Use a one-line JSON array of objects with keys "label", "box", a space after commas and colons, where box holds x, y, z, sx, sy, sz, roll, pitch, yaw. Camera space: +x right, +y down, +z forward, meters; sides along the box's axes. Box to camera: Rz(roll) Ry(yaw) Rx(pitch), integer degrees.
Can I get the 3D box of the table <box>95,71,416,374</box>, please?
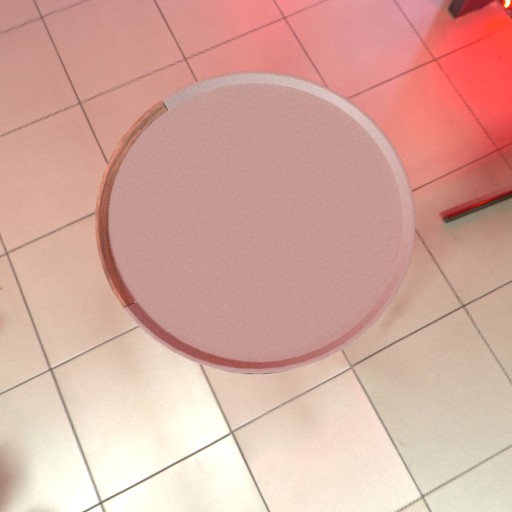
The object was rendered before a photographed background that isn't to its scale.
[{"label": "table", "box": [0.000, 0.000, 0.877, 0.450, 0.530, 0.450, 0, 75, 0]}]
